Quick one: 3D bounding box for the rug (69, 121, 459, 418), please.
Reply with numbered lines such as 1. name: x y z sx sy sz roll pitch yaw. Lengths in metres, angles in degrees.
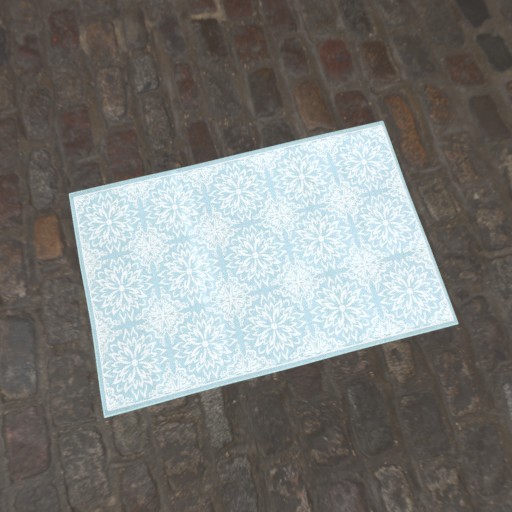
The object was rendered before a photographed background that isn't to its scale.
1. rug: 0.000 0.000 2.372 1.840 0.012 1.219 -14 75 -4
